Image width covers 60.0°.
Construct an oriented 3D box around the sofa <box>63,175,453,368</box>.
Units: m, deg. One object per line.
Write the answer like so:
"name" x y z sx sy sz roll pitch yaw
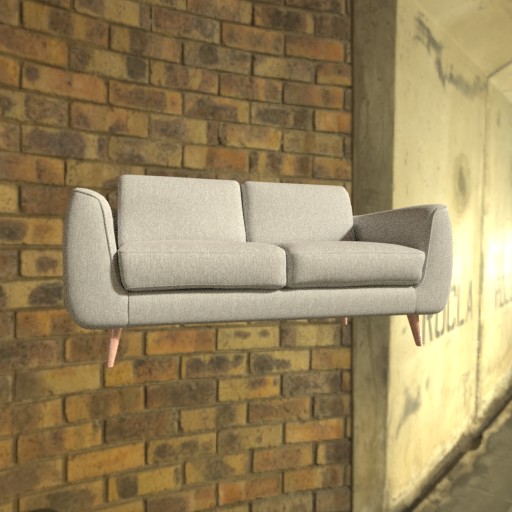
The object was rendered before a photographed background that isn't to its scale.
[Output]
"sofa" 0.000 0.000 2.213 1.700 0.850 0.920 0 0 -17
